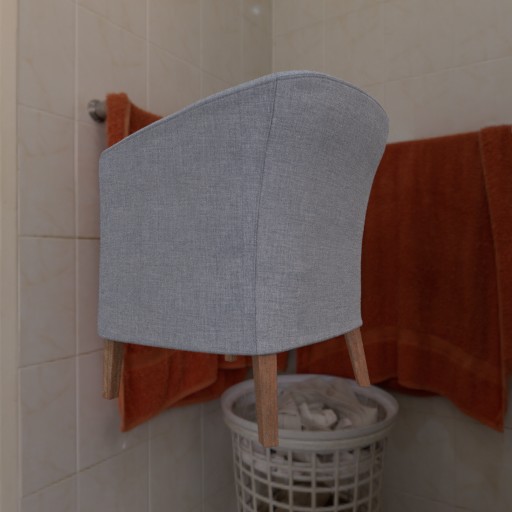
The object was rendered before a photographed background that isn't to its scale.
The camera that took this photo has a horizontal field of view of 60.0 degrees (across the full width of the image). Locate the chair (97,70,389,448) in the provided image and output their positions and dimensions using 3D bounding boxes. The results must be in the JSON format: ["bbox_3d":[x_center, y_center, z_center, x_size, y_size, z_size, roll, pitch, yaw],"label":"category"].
[{"bbox_3d":[0.000,0.000,1.237,0.668,0.771,0.600,0,0,36],"label":"chair"}]
